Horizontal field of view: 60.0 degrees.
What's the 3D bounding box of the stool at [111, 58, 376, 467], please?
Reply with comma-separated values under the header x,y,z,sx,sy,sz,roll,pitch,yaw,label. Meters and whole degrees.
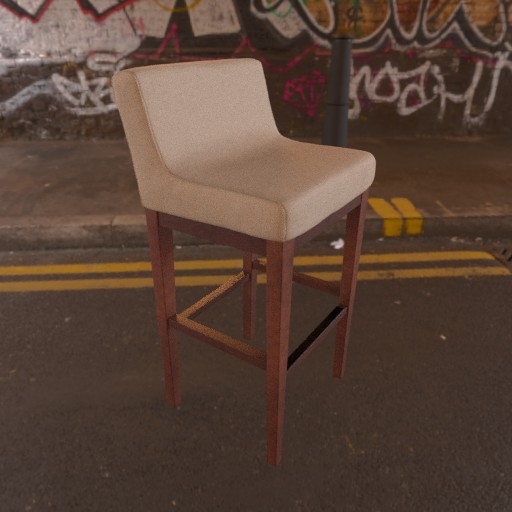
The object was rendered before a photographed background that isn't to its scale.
x,y,z,sx,sy,sz,roll,pitch,yaw,label
0.000,0.000,1.306,0.500,1.037,0.511,17,32,30,stool
